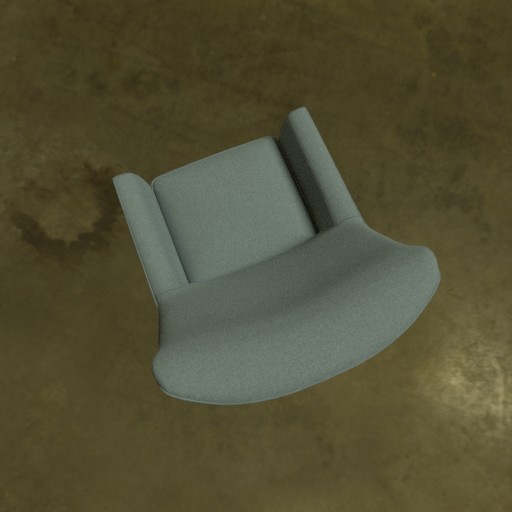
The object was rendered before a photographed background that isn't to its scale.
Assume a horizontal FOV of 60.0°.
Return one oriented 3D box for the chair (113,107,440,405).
[{"bbox_3d":[0.000,0.000,1.563,0.756,0.916,0.879,-22,77,-5],"label":"chair"}]
